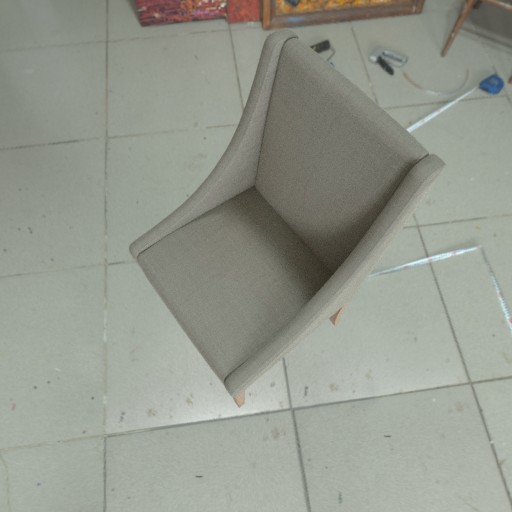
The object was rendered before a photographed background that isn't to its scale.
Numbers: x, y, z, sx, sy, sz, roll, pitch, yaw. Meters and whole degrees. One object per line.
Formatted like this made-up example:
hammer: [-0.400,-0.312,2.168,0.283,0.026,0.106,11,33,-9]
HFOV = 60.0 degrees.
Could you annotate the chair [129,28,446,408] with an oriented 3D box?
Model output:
chair: [0.000,0.000,1.374,0.611,1.021,0.575,-35,69,-15]
